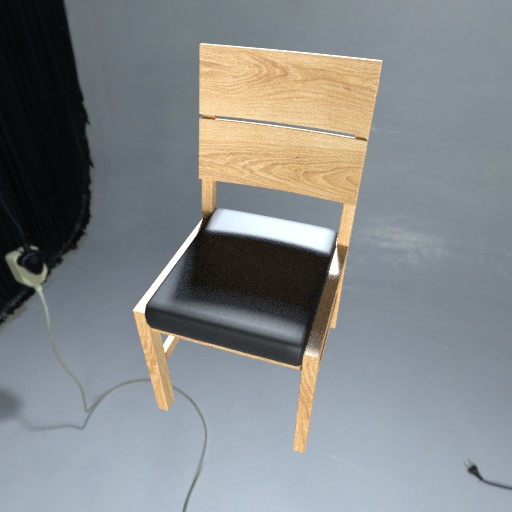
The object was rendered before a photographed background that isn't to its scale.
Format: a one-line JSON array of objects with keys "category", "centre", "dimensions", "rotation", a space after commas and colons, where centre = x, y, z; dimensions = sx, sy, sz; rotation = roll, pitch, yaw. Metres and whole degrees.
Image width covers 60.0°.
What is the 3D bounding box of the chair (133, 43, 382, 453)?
[{"category": "chair", "centre": [0.000, 0.000, 1.245], "dimensions": [0.475, 0.950, 0.569], "rotation": [12, 42, 14]}]
